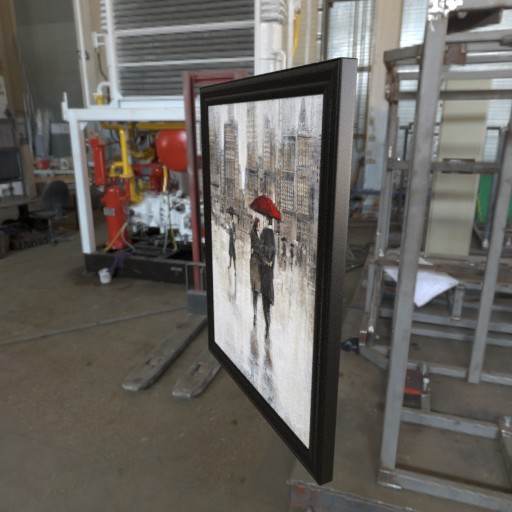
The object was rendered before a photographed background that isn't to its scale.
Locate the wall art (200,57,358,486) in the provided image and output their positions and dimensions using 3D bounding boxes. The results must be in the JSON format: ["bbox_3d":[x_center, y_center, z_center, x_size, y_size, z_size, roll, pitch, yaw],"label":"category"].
[{"bbox_3d":[0.000,0.000,1.585,0.053,1.194,0.950,-8,18,-25],"label":"wall art"}]
